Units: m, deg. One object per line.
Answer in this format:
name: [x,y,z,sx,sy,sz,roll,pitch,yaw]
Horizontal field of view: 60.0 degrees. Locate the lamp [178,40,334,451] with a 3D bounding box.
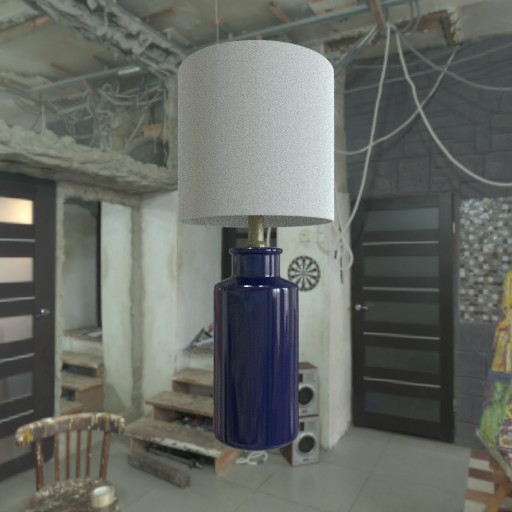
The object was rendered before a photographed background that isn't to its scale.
lamp: [0.000,0.000,0.611,0.212,0.493,0.212,0,0,-2]
